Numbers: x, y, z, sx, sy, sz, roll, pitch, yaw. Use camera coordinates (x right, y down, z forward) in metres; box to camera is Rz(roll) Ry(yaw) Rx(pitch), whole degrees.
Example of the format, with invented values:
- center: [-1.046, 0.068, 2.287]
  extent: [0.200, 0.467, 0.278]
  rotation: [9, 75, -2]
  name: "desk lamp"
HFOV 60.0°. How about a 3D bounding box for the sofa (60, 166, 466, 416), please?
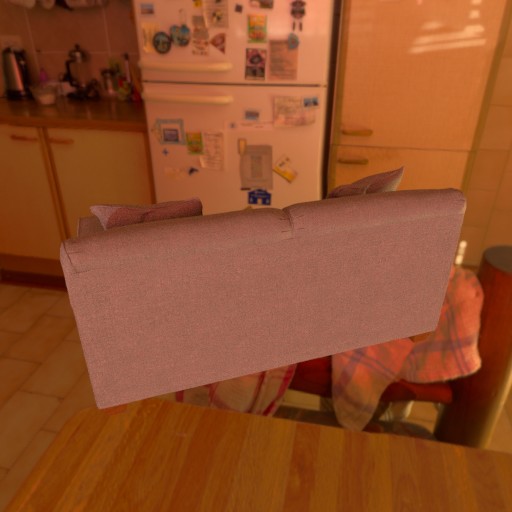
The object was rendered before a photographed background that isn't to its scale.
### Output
- center: [0.000, 0.000, 2.466]
  extent: [1.846, 0.958, 1.000]
  rotation: [-9, 30, -16]
  name: "sofa"
